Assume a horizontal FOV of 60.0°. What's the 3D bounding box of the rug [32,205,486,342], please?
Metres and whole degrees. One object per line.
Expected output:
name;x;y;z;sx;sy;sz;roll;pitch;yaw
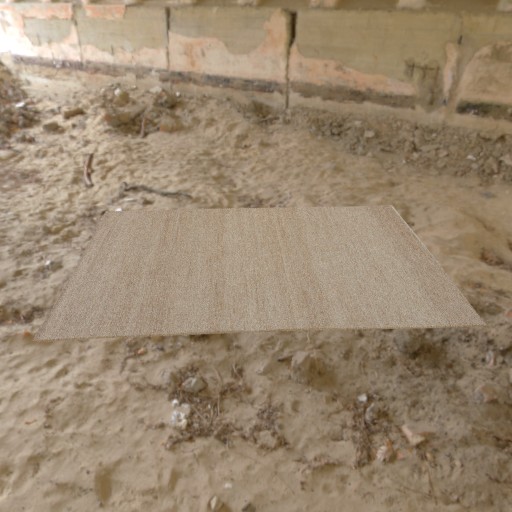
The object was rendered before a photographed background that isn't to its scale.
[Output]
rug;0.000;0.000;2.941;2.346;0.029;1.574;-1;30;-2
